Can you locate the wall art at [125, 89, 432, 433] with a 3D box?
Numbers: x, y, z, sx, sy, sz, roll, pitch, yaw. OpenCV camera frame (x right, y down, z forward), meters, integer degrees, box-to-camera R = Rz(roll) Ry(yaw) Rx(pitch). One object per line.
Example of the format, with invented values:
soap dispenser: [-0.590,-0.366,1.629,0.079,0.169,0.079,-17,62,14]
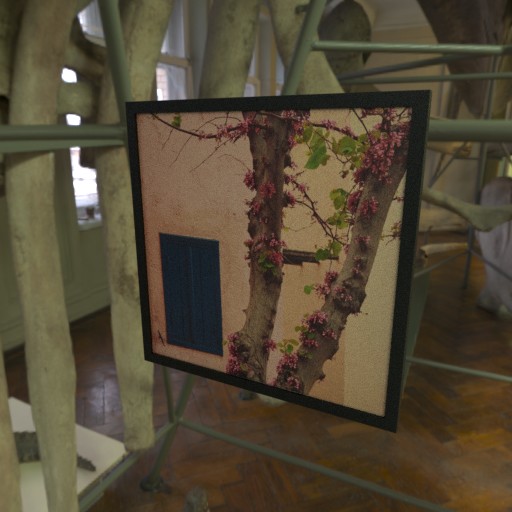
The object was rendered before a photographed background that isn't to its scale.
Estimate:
wall art: [0.000,0.000,1.126,0.762,0.762,0.038,8,17,26]
